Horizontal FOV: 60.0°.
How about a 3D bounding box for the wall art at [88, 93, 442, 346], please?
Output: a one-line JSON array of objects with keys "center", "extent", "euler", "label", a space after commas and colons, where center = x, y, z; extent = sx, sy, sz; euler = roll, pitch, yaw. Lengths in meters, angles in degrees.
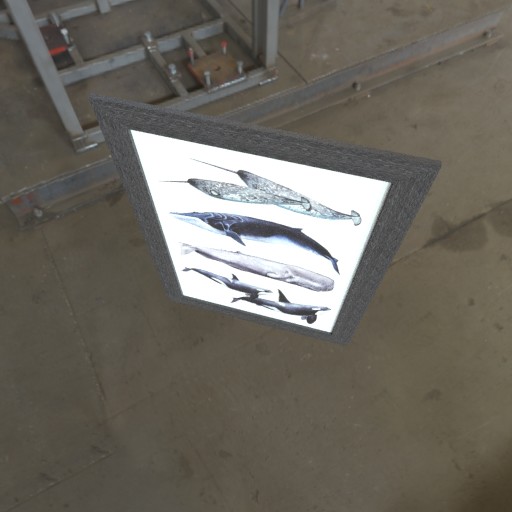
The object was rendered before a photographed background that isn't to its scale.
[{"center": [0.000, 0.000, 1.466], "extent": [0.810, 1.116, 0.016], "euler": [13, 60, 8], "label": "wall art"}]
